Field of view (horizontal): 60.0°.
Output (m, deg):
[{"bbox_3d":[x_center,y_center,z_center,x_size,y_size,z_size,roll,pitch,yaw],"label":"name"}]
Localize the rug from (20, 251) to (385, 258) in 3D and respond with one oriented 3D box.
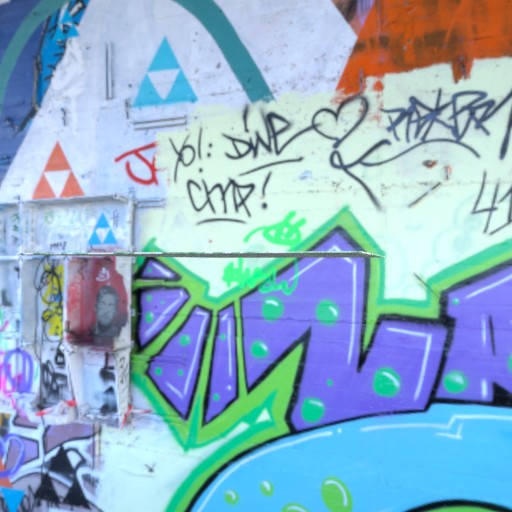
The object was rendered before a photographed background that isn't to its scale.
[{"bbox_3d":[0.000,0.000,2.295,1.220,0.006,1.826,0,-1,18],"label":"rug"}]
